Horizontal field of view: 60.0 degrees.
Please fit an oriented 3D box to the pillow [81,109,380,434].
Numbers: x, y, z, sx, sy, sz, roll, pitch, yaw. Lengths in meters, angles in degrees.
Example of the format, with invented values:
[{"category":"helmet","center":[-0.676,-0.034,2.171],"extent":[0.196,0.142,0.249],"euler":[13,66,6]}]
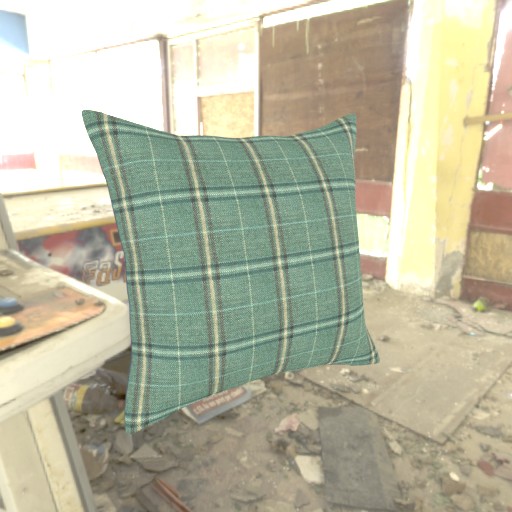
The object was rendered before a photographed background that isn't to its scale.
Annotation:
[{"category":"pillow","center":[0.000,0.000,0.685],"extent":[0.453,0.430,0.200],"euler":[-8,18,-27]}]
